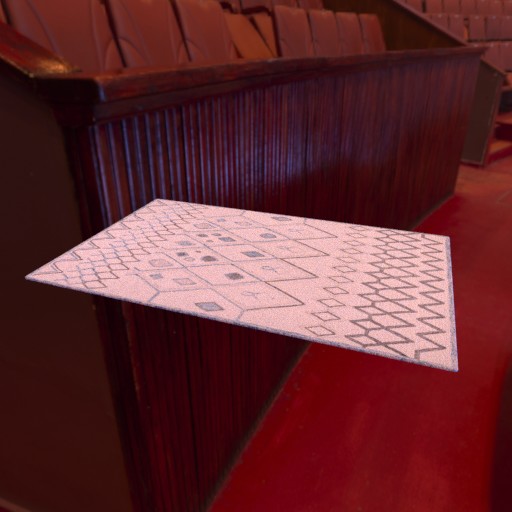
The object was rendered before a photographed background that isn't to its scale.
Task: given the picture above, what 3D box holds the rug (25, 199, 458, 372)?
[{"bbox_3d":[0.000,0.000,2.955,2.439,0.015,1.524,9,28,18],"label":"rug"}]
